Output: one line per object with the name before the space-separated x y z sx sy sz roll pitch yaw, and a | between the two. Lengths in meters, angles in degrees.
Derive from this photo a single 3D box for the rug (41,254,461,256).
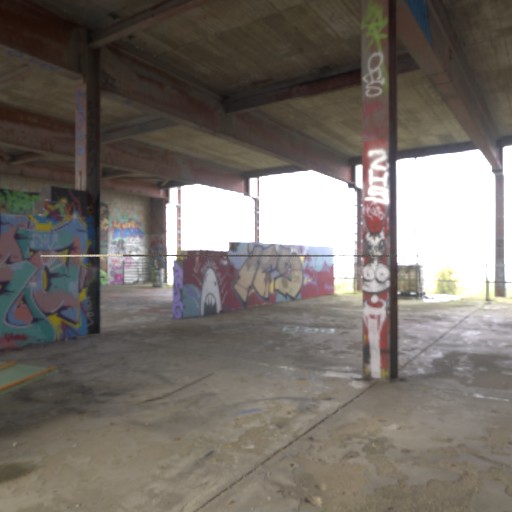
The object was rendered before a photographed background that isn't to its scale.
rug | 0.000 0.000 2.196 1.747 0.006 1.143 0 0 -36
